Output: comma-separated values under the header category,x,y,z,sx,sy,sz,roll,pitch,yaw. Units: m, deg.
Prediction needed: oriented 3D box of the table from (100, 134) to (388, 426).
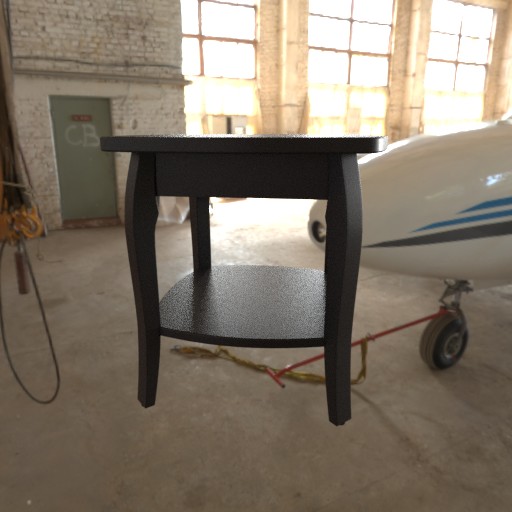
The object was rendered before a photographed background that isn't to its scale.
category,x,y,z,sx,sy,sz,roll,pitch,yaw
table,0.000,0.000,0.870,0.457,0.457,0.508,2,16,8
